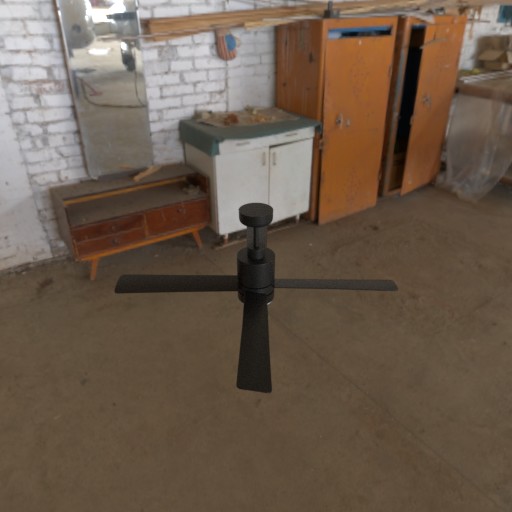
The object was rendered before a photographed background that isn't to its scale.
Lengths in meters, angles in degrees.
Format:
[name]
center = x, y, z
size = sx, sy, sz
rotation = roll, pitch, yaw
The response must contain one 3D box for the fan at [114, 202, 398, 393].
[fan]
center = 0.000, 0.000, 2.335
size = 1.525, 0.534, 1.525
rotation = 1, 30, 1
